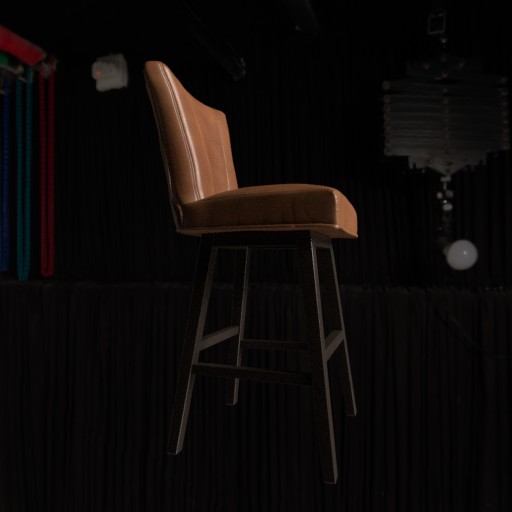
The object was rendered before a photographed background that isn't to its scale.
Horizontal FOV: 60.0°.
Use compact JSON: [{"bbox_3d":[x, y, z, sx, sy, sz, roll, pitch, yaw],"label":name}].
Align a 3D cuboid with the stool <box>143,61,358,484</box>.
[{"bbox_3d":[0.000,0.000,1.393,0.585,1.094,0.522,0,-1,18],"label":"stool"}]
